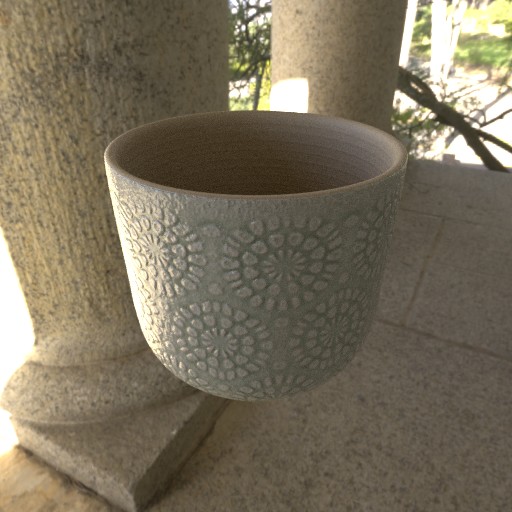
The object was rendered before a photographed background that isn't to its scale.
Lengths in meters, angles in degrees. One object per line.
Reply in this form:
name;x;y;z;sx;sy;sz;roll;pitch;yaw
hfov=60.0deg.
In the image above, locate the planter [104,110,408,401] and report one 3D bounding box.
planter;0.000;0.000;0.295;0.169;0.153;0.169;0;30;0
